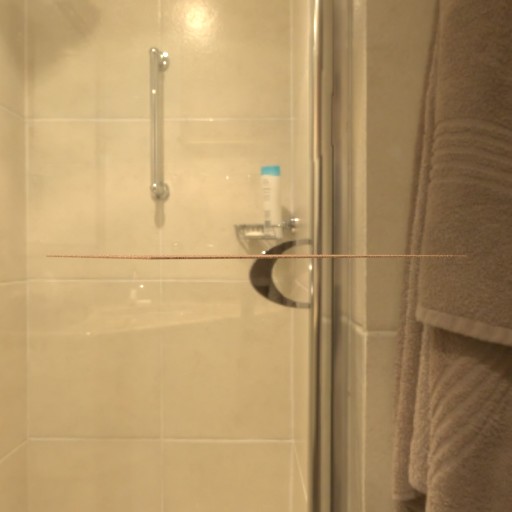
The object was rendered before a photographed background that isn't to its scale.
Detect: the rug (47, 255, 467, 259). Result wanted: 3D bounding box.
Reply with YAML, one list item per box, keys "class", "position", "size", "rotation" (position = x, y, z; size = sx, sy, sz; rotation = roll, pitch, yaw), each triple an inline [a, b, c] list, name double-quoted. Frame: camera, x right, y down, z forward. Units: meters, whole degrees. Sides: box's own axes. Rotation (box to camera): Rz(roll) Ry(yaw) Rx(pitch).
- class: "rug"
  position: [0.000, 0.000, 4.244]
  size: [3.205, 0.013, 2.448]
  rotation: [0, 0, -37]
